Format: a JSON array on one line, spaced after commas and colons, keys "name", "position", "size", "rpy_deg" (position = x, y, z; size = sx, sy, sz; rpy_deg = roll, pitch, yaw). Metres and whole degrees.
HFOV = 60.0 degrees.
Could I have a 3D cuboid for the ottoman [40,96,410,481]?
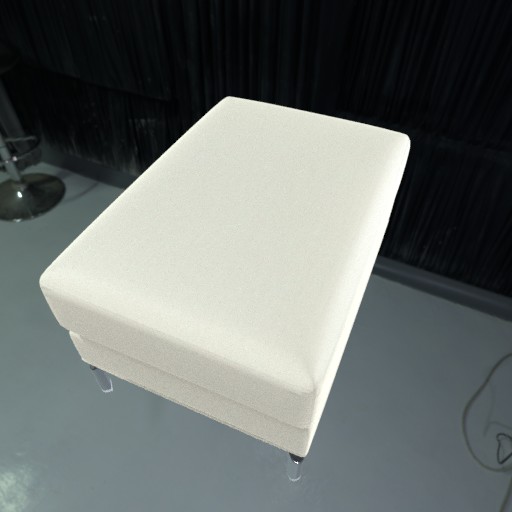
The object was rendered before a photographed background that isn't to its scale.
[{"name": "ottoman", "position": [0.000, 0.000, 1.171], "size": [0.581, 0.497, 0.835], "rpy_deg": [18, 49, 16]}]
